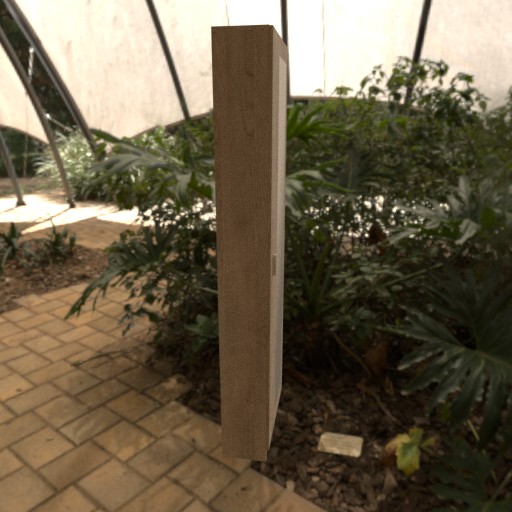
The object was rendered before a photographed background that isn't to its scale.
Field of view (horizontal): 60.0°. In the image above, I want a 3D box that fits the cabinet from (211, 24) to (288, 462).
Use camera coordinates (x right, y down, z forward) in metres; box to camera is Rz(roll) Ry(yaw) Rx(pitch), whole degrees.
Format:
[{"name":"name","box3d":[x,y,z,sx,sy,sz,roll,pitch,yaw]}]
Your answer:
[{"name":"cabinet","box3d":[0.000,0.000,2.004,0.230,1.790,0.500,3,17,9]}]
